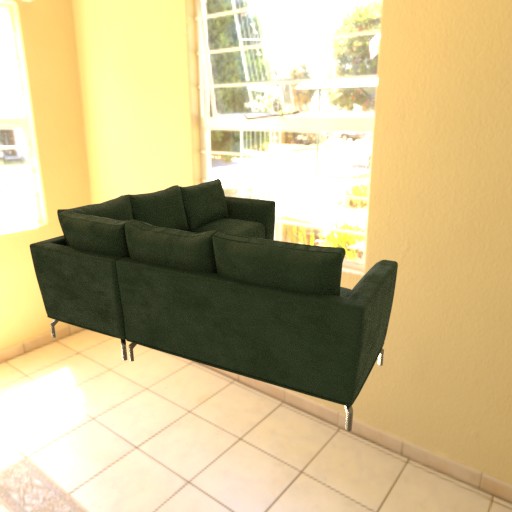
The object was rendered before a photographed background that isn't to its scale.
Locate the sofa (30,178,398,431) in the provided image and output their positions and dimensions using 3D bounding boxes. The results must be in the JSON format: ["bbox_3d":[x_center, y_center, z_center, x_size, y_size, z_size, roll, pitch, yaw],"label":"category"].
[{"bbox_3d":[0.000,0.000,3.781,2.468,1.004,2.452,9,19,26],"label":"sofa"}]
